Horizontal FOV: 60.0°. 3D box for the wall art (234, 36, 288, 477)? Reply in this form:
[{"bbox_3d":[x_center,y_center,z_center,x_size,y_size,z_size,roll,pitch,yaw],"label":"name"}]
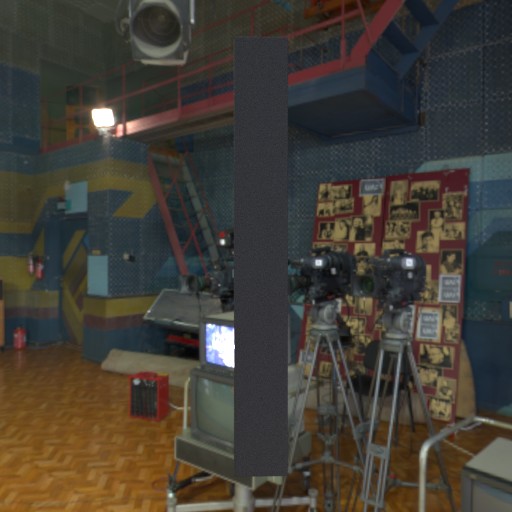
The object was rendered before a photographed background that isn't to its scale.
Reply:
[{"bbox_3d":[0.000,0.000,0.459,0.037,0.305,0.305,0,0,-1],"label":"wall art"}]
